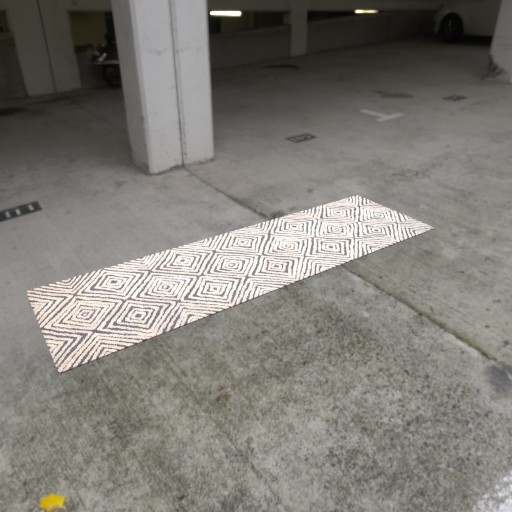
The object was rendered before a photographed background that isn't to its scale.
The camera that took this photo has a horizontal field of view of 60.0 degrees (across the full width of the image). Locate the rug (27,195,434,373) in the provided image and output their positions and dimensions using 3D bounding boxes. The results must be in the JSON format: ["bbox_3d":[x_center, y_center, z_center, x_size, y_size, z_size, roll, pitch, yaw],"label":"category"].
[{"bbox_3d":[0.000,0.000,2.494,2.277,0.008,0.676,-18,34,-29],"label":"rug"}]
